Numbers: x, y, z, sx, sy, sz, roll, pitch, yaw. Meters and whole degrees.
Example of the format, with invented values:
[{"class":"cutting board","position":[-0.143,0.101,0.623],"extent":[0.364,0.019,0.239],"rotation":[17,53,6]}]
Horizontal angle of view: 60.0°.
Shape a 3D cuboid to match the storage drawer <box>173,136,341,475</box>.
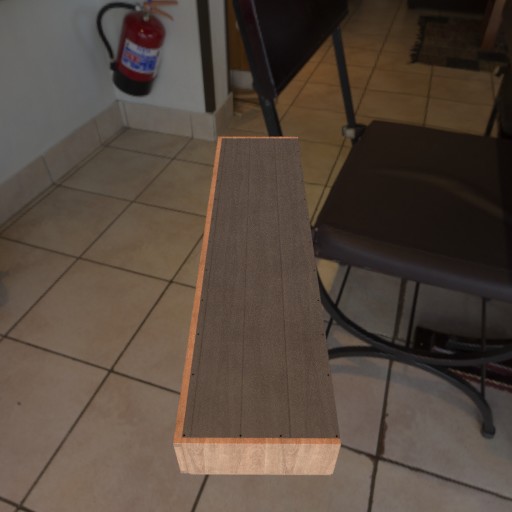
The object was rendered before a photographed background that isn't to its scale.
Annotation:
[{"class":"storage drawer","position":[0.000,0.000,2.210],"extent":[0.538,0.264,2.032],"rotation":[0,42,0]}]
